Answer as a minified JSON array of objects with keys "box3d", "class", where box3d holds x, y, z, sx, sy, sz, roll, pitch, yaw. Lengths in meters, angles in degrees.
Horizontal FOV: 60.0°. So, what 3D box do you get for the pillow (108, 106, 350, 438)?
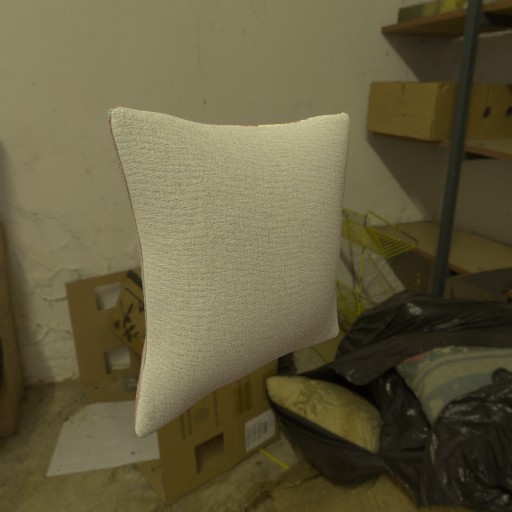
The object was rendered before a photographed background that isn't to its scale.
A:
[{"box3d":[0.000,0.000,0.669,0.437,0.419,0.136,-15,23,-41],"class":"pillow"}]
